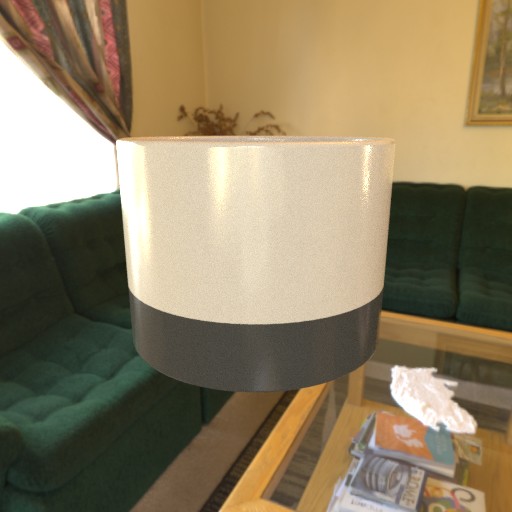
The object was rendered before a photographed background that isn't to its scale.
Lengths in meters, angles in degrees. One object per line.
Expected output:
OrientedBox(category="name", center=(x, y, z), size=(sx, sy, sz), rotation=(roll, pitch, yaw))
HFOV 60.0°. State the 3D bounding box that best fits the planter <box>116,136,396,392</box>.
OrientedBox(category="planter", center=(0.000, 0.000, 0.344), size=(0.193, 0.177, 0.193), rotation=(0, 16, 0))
